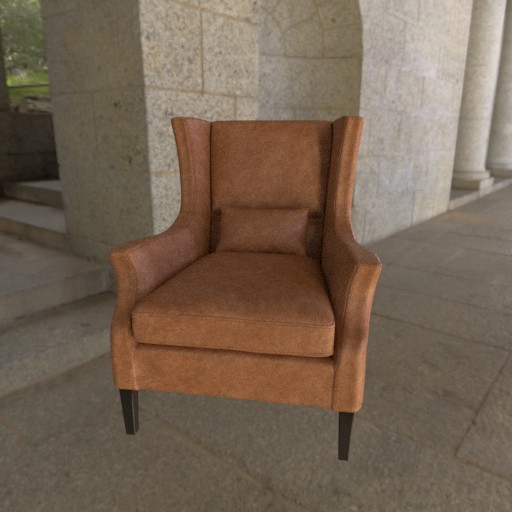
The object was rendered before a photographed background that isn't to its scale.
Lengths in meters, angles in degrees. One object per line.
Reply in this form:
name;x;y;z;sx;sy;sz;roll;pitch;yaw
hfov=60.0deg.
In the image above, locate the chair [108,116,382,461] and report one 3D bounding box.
chair;0.000;0.000;1.671;0.853;1.016;0.926;3;16;10
